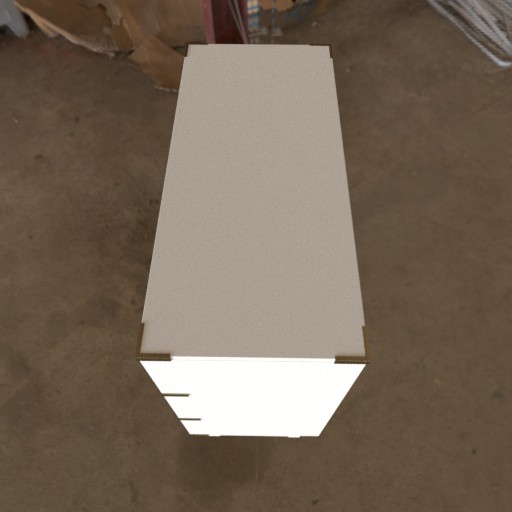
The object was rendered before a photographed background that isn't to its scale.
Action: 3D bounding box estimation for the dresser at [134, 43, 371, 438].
[{"bbox_3d":[0.000,0.000,1.504,0.460,0.891,1.022,1,58,0],"label":"dresser"}]
